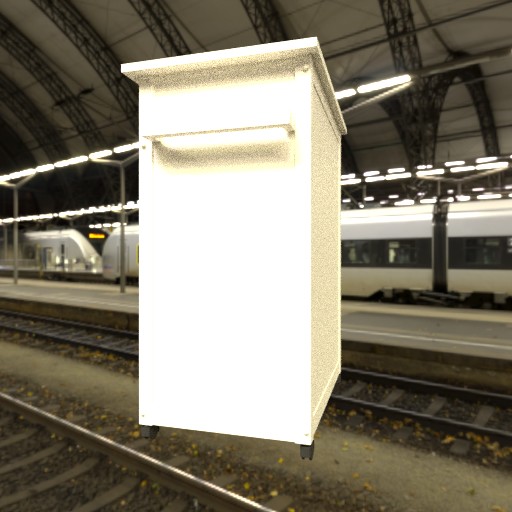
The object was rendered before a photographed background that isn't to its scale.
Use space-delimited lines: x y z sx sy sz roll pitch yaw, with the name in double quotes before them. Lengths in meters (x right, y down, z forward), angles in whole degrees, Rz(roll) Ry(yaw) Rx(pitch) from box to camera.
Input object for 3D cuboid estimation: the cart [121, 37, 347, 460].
"cart" 0.000 0.000 1.246 0.442 0.864 0.683 0 0 17
